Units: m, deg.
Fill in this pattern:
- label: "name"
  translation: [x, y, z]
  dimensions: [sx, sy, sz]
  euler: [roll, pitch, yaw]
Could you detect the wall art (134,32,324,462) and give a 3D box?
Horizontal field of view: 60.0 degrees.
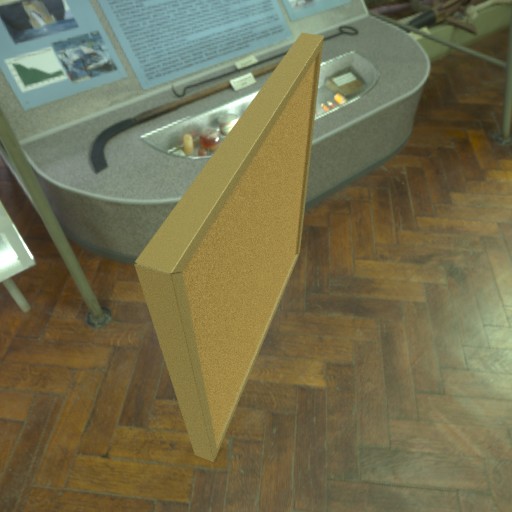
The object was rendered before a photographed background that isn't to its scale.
- label: "wall art"
  translation: [0.000, 0.000, 0.726]
  dimensions: [0.036, 0.509, 0.509]
  euler: [16, 50, 13]
